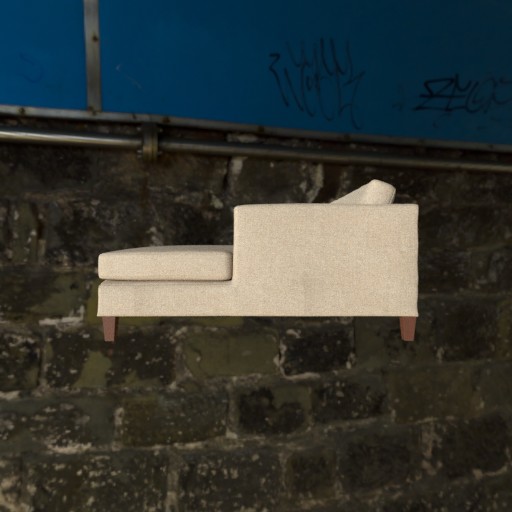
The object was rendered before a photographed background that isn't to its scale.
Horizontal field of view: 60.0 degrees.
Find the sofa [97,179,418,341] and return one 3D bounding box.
[{"bbox_3d":[0.000,0.000,3.782,1.625,0.846,3.186,0,0,0],"label":"sofa"}]
